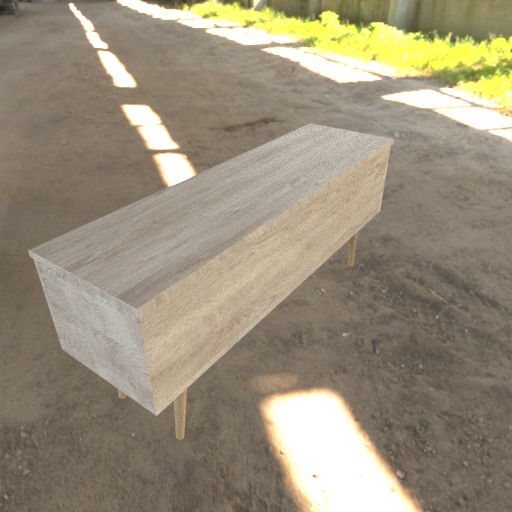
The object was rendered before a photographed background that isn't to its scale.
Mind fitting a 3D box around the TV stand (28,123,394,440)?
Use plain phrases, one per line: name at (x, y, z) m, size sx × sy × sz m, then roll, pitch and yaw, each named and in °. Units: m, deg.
TV stand at (0.000, 0.000, 1.547) m, size 0.401 × 0.565 × 1.313 m, roll 21°, pitch 38°, yaw 30°
